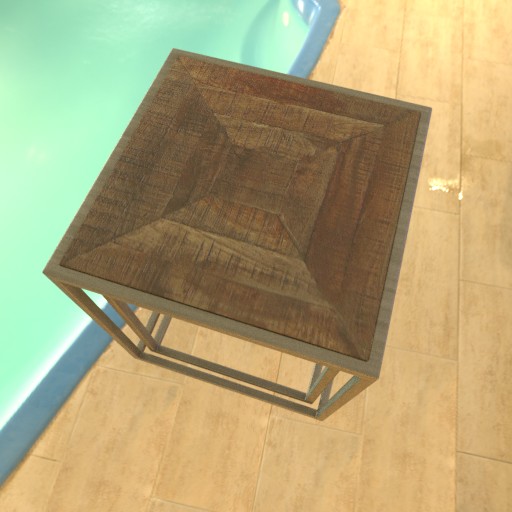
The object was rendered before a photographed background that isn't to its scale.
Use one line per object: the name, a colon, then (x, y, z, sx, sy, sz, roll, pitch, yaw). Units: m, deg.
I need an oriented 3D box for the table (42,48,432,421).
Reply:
table: (0.000, 0.000, 0.869, 0.450, 0.500, 0.449, 16, 65, 8)
